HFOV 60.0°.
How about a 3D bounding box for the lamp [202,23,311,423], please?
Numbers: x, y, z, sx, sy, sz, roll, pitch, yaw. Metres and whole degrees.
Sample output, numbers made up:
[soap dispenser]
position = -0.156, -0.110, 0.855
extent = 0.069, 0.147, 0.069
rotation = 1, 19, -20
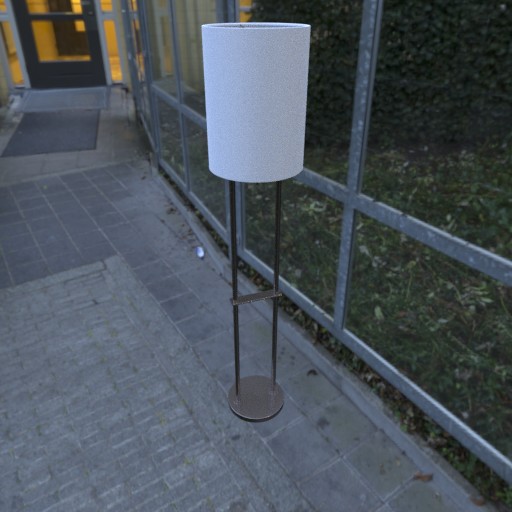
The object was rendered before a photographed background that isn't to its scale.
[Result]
[lamp]
position = 0.000, 0.000, 1.622
extent = 0.306, 1.500, 0.305
rotation = -10, 32, -17
